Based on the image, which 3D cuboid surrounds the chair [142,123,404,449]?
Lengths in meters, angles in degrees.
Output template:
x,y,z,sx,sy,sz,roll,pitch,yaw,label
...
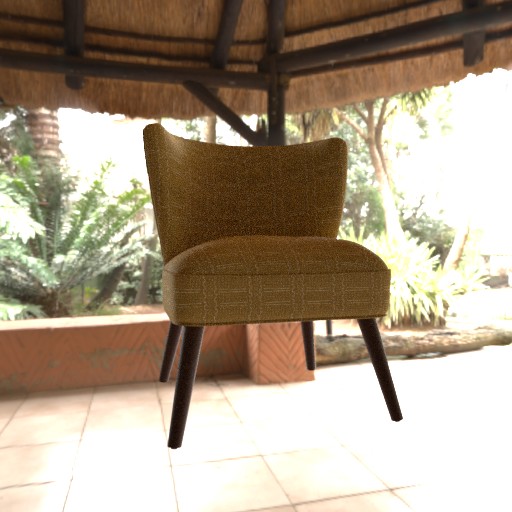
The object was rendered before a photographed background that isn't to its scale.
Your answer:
x,y,z,sx,sy,sz,roll,pitch,yaw,label
0.000,0.000,1.430,0.706,0.866,0.758,0,1,-16,chair
